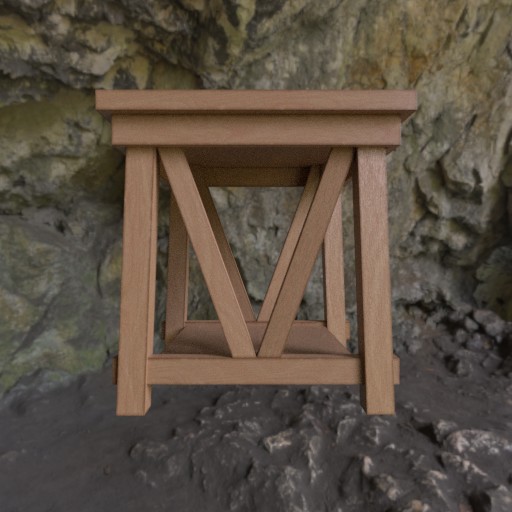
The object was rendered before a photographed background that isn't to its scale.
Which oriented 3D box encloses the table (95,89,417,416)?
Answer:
[{"bbox_3d":[0.000,0.000,1.150,0.612,0.638,0.610,0,0,0],"label":"table"}]
